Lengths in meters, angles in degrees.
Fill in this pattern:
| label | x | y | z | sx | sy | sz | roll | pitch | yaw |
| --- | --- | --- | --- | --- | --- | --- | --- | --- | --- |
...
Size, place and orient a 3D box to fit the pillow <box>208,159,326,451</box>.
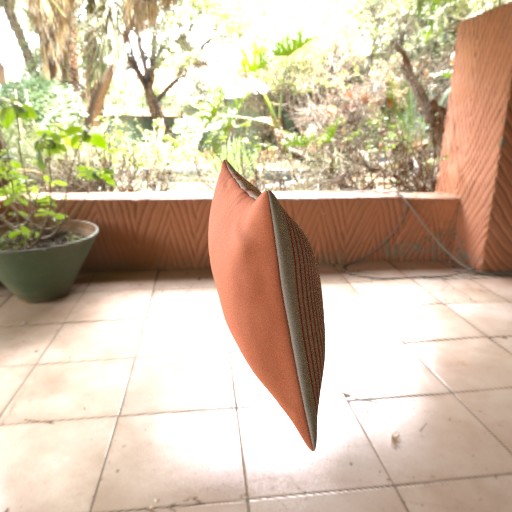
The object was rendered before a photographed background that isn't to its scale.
| label | x | y | z | sx | sy | sz | roll | pitch | yaw |
| --- | --- | --- | --- | --- | --- | --- | --- | --- | --- |
| pillow | 0.000 | 0.000 | 0.742 | 0.156 | 0.292 | 0.608 | -2 | 15 | -8 |
